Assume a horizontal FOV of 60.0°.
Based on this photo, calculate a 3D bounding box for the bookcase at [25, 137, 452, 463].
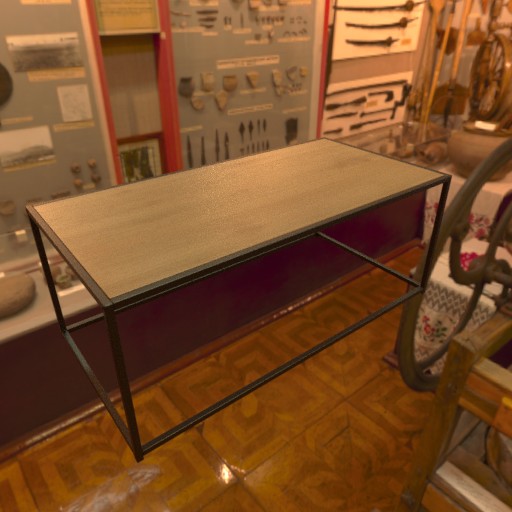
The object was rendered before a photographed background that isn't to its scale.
[{"bbox_3d":[0.000,0.000,1.244,1.000,0.400,0.500,-21,36,-32],"label":"bookcase"}]
